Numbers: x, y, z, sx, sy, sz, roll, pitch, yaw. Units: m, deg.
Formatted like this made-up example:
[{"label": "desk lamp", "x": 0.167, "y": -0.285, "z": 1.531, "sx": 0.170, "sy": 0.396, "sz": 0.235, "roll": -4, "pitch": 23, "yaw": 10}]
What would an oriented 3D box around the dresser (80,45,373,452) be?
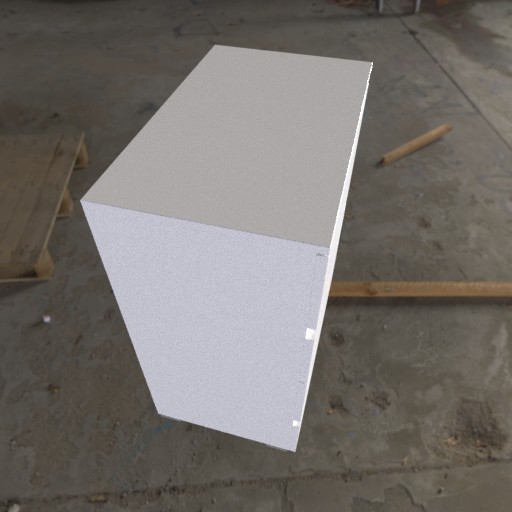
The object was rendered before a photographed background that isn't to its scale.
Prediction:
[{"label": "dresser", "x": 0.000, "y": 0.000, "z": 1.171, "sx": 0.400, "sy": 0.800, "sz": 0.650, "roll": 11, "pitch": 47, "yaw": 11}]
